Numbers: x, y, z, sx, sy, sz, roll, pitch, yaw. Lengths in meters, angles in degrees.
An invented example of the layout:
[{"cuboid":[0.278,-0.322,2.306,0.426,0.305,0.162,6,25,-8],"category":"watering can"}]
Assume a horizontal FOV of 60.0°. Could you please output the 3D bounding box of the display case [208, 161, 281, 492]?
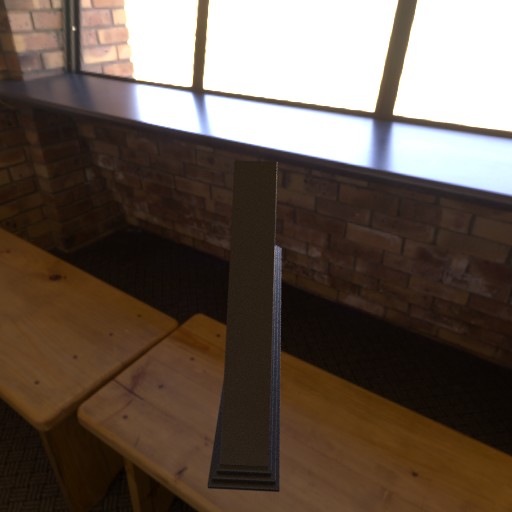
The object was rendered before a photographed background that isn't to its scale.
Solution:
[{"cuboid":[0.000,0.000,0.773,0.095,0.340,0.640,2,31,3],"category":"display case"}]
